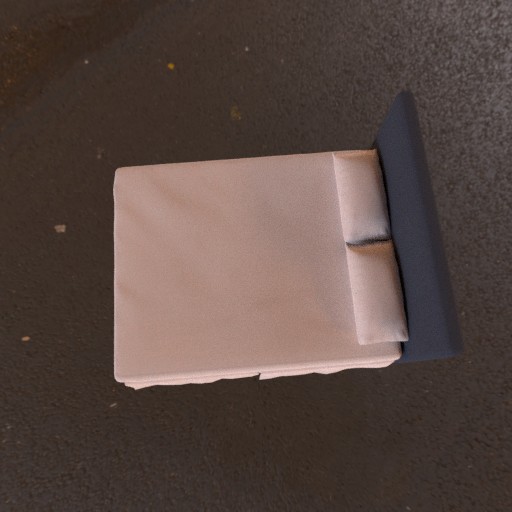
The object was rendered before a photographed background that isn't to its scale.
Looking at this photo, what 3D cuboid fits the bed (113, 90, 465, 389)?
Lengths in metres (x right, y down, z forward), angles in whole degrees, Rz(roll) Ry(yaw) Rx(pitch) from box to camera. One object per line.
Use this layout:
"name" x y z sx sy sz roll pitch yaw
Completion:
"bed" 0.000 0.000 3.182 2.162 1.330 1.713 -4 75 -1
